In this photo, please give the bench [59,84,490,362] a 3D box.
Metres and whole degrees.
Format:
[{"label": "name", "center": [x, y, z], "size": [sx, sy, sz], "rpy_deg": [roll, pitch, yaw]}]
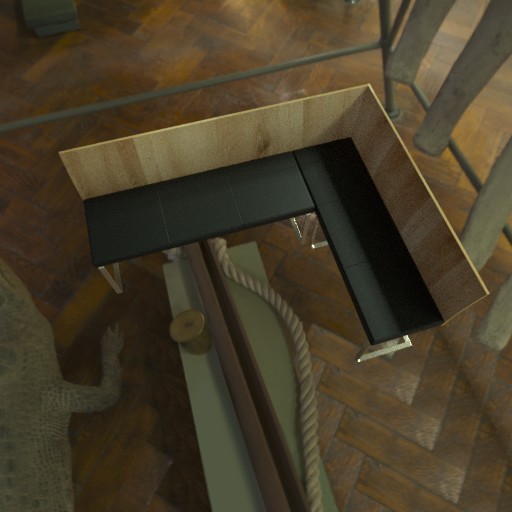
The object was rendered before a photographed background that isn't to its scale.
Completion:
[{"label": "bench", "center": [0.000, 0.000, 2.783], "size": [1.945, 0.930, 1.495], "rpy_deg": [-15, 64, -7]}]
